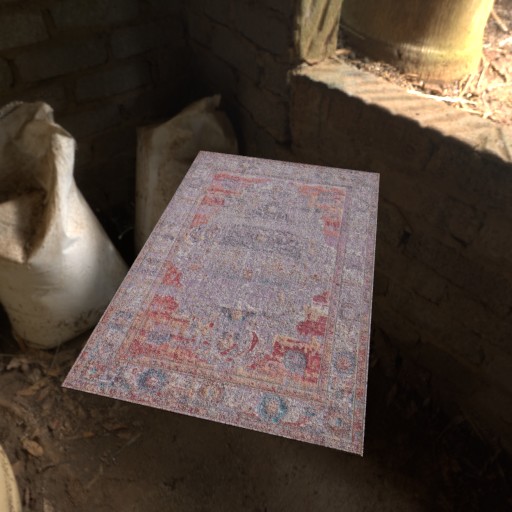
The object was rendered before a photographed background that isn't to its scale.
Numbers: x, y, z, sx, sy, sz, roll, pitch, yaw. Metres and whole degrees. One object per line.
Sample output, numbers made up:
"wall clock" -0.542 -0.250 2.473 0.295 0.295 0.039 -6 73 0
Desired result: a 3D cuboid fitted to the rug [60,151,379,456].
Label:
"rug" 0.000 0.000 2.338 1.219 0.005 1.829 9 46 9
